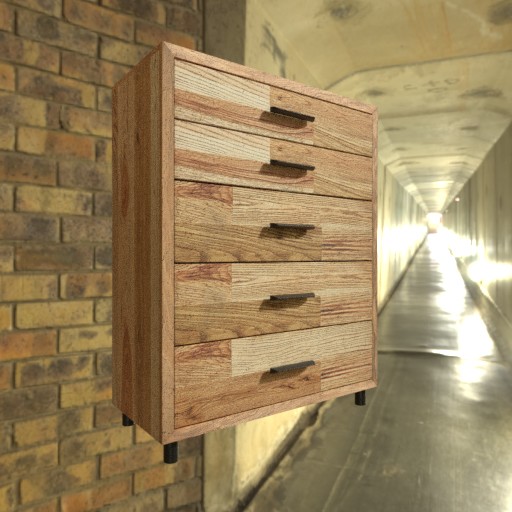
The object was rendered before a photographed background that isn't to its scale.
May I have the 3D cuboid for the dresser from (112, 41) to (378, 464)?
[{"bbox_3d":[0.000,0.000,1.726,0.966,1.243,0.480,0,0,-36],"label":"dresser"}]
